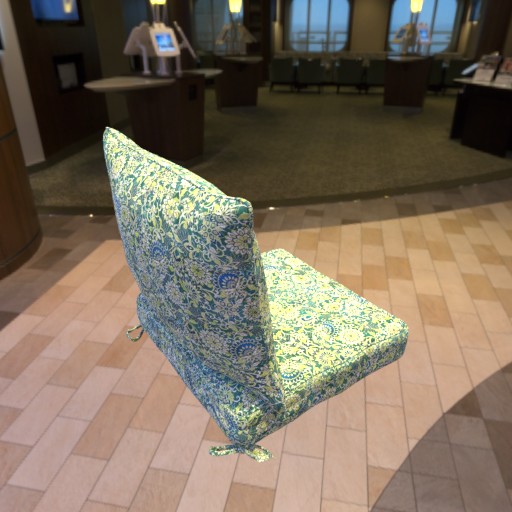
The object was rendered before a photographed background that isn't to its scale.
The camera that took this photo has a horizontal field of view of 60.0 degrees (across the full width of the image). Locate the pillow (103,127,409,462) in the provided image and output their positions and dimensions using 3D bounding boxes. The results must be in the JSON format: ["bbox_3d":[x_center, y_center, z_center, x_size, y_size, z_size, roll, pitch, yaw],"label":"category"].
[{"bbox_3d":[0.000,0.000,1.355,0.740,0.722,0.798,-18,33,-30],"label":"pillow"}]
